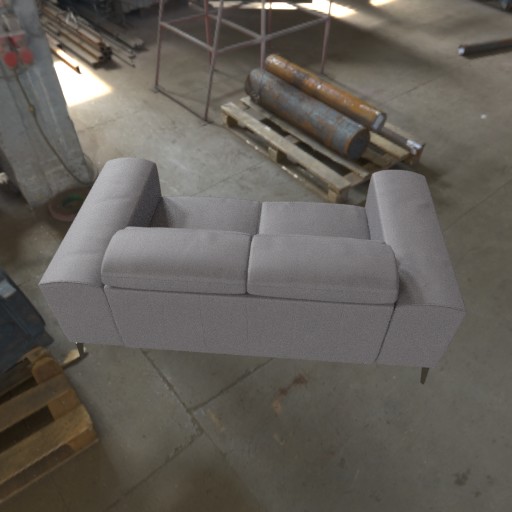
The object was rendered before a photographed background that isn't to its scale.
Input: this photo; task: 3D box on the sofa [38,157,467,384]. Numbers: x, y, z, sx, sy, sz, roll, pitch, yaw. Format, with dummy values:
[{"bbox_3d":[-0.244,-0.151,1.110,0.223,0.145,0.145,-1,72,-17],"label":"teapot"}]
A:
[{"bbox_3d":[0.000,0.000,2.418,1.895,0.779,1.003,3,46,3],"label":"sofa"}]
